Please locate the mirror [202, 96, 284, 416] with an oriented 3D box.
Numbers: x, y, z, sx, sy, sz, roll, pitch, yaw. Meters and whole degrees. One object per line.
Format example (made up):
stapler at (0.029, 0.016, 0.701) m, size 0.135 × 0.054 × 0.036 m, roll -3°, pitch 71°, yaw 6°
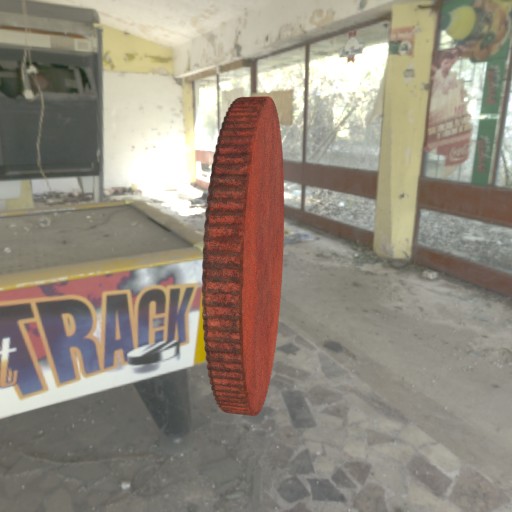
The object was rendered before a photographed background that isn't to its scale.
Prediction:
mirror at (0.000, 0.000, 0.900) m, size 0.056 × 0.609 × 0.609 m, roll 3°, pitch 16°, yaw 9°
